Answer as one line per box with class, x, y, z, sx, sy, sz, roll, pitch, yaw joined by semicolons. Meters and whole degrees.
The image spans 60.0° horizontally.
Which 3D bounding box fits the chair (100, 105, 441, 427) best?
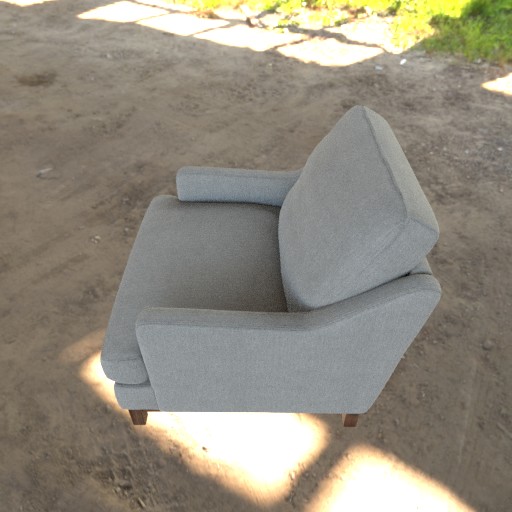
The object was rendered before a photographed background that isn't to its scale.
chair;0.000;0.000;1.491;0.892;0.821;0.826;0;41;0
